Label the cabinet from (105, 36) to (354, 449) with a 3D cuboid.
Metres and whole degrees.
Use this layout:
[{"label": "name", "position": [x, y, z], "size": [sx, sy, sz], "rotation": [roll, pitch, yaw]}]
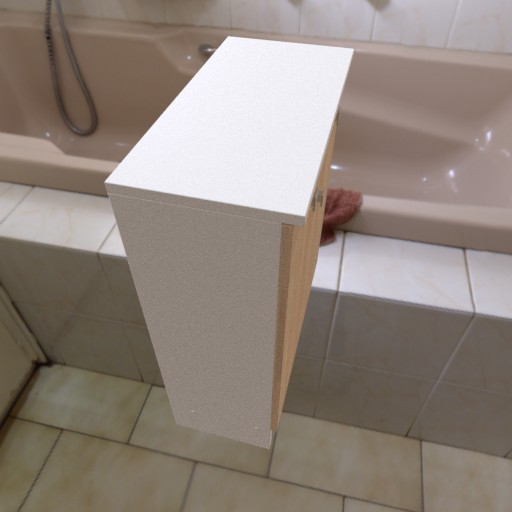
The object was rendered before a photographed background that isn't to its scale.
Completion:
[{"label": "cabinet", "position": [0.000, 0.000, 1.108], "size": [0.296, 0.815, 0.600], "rotation": [11, 46, 10]}]
